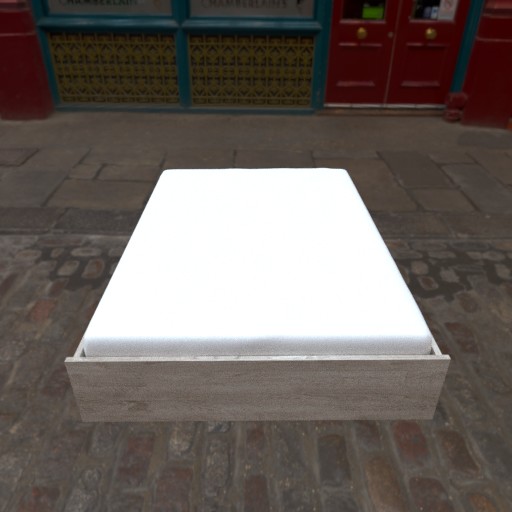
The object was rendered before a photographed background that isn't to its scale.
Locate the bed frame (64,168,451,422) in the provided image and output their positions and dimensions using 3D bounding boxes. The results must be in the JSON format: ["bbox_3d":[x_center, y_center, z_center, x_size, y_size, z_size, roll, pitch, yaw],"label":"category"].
[{"bbox_3d":[0.000,0.000,2.605,1.490,0.462,1.950,0,31,0],"label":"bed frame"}]
